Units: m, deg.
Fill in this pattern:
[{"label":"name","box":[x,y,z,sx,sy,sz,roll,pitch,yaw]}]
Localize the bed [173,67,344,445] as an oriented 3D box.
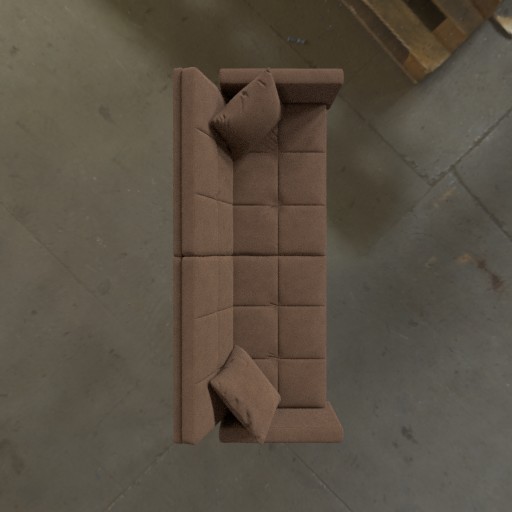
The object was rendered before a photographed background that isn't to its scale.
[{"label":"bed","box":[0.000,0.000,2.391,0.889,0.787,1.905,0,90,0]}]
